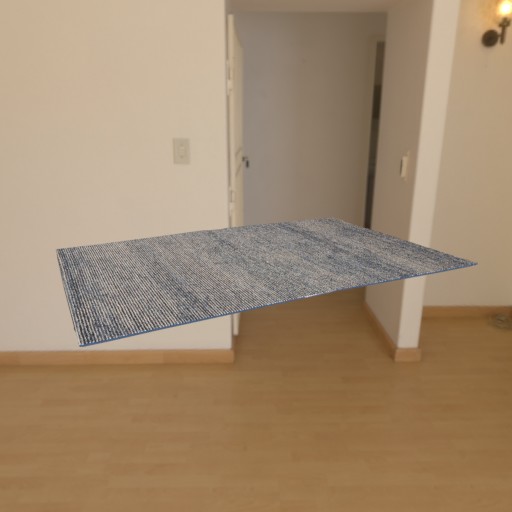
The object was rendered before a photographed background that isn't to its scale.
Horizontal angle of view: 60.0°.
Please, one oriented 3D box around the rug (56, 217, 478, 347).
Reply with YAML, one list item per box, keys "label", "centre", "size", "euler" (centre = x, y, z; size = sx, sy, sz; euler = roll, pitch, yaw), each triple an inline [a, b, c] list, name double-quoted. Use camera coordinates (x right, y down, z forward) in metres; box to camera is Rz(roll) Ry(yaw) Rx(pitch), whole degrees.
- label: "rug"
  centre: [0.000, 0.000, 2.226]
  size: [1.793, 0.025, 1.159]
  euler: [-8, 19, -25]
